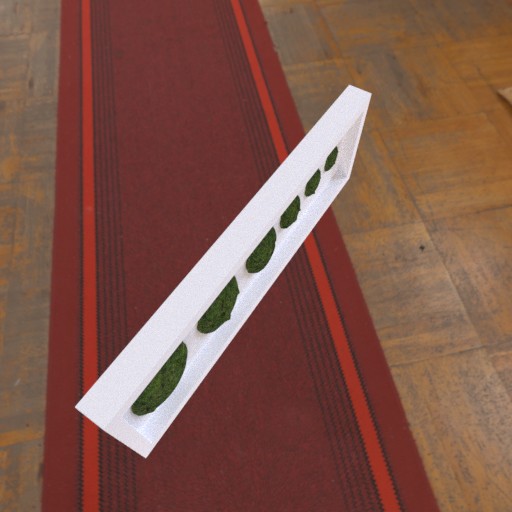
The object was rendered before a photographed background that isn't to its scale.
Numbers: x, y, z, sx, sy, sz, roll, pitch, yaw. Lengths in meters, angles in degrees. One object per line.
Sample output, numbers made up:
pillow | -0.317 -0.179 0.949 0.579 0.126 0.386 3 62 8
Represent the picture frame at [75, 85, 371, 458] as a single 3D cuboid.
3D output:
picture frame | 0.000 0.000 0.828 0.050 0.250 0.759 29 63 17
